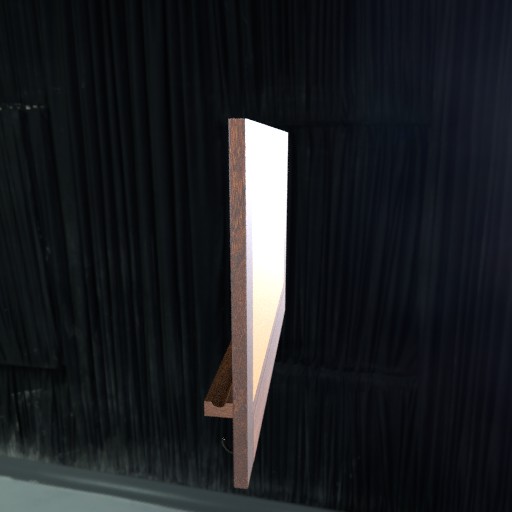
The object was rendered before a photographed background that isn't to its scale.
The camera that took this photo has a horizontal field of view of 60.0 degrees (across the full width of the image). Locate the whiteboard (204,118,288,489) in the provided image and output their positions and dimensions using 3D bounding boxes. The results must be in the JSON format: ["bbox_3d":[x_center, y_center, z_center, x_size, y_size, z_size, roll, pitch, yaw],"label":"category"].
[{"bbox_3d":[0.000,0.000,1.011,0.083,0.559,0.783,2,14,8],"label":"whiteboard"}]
